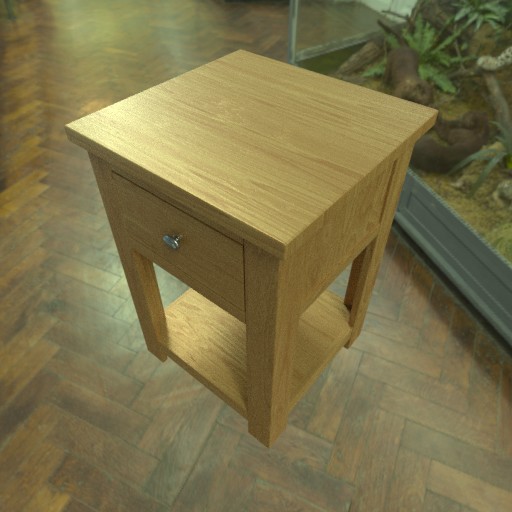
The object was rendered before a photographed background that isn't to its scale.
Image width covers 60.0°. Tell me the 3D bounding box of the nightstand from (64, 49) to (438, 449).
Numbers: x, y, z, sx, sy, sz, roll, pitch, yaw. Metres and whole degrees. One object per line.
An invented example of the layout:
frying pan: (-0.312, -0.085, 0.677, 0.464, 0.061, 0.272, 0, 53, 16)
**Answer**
nightstand: (0.000, 0.000, 0.916, 0.428, 0.614, 0.418, 30, 52, 27)
